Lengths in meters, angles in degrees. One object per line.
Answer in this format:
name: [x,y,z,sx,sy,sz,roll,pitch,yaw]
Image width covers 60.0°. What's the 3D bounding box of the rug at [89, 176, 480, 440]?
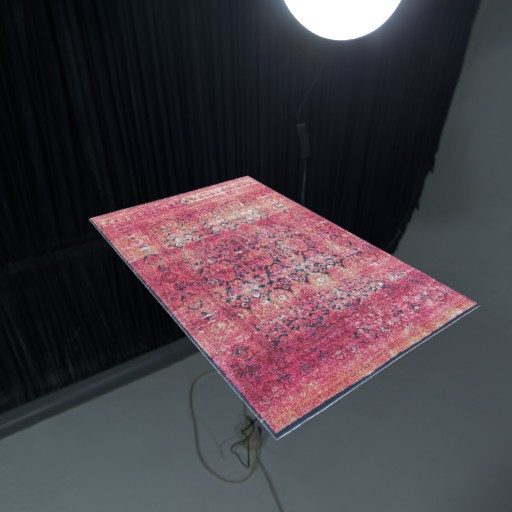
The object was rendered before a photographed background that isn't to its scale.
rug: [0.000,0.000,3.086,1.539,0.018,2.449,-21,38,-29]
